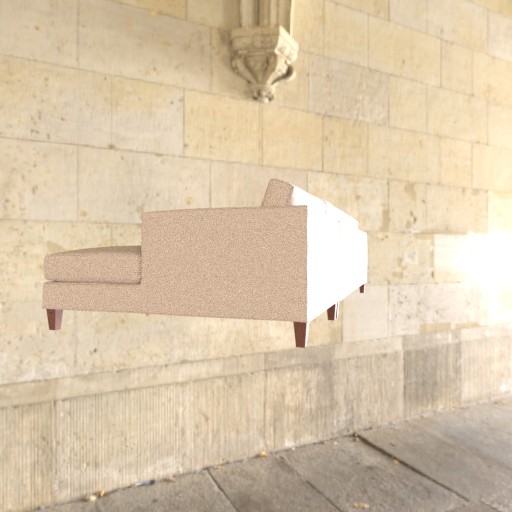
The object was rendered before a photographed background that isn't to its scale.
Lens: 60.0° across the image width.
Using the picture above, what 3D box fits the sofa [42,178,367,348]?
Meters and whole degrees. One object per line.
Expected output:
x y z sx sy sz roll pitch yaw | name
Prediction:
0.000 0.000 3.861 1.625 0.861 3.186 0 0 19 | sofa
